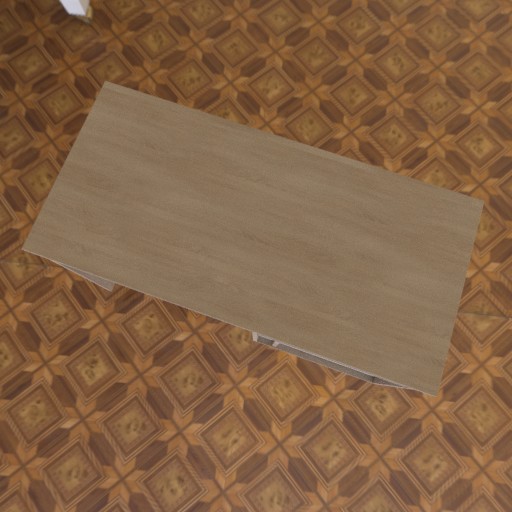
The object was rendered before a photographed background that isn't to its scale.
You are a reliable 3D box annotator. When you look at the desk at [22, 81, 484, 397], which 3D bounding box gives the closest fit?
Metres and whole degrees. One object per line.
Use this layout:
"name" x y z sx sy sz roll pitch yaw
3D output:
"desk" 0.000 0.000 1.693 1.251 0.770 0.600 19 77 5
